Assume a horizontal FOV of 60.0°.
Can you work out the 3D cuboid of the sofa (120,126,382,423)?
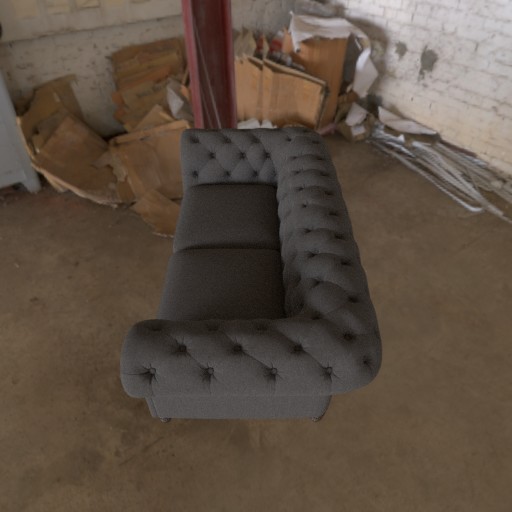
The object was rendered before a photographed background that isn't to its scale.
[{"bbox_3d":[0.000,0.000,2.485,0.986,0.764,1.998,0,40,0],"label":"sofa"}]
